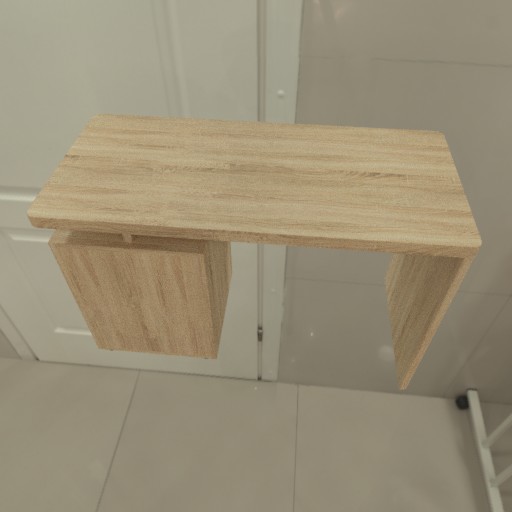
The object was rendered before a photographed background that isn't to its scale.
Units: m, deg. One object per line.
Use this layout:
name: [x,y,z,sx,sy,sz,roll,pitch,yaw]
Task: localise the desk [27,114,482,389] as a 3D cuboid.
desk: [0.000,0.000,1.609,1.200,0.760,0.550,4,47,4]
